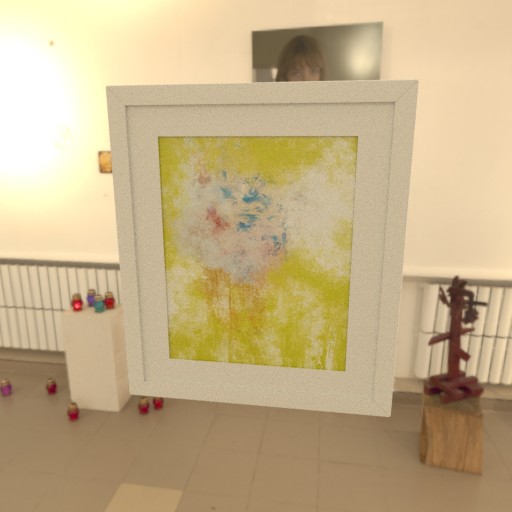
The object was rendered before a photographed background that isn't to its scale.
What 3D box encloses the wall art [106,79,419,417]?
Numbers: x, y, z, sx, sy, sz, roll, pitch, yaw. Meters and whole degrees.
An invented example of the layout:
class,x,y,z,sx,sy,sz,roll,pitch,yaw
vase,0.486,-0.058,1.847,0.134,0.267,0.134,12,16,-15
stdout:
class,x,y,z,sx,sy,sz,roll,pitch,yaw
wall art,0.000,0.000,0.523,0.331,0.381,0.028,2,14,8
